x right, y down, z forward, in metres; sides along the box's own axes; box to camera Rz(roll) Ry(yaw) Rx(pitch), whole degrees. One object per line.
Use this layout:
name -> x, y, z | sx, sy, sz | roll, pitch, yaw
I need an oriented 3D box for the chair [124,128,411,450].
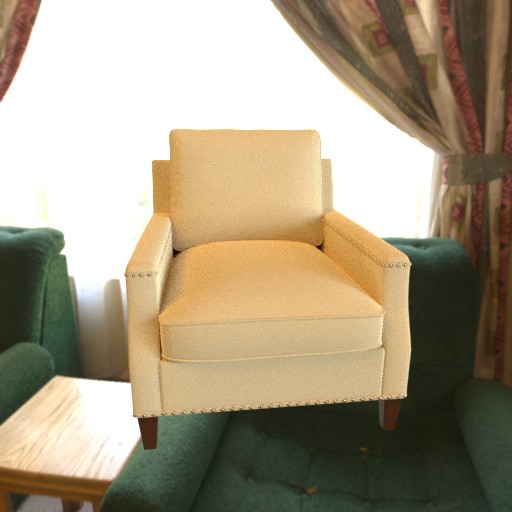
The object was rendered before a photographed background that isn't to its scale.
chair -> 0.000, 0.000, 1.705 | 0.853, 0.943, 1.014 | -2, 16, -7
